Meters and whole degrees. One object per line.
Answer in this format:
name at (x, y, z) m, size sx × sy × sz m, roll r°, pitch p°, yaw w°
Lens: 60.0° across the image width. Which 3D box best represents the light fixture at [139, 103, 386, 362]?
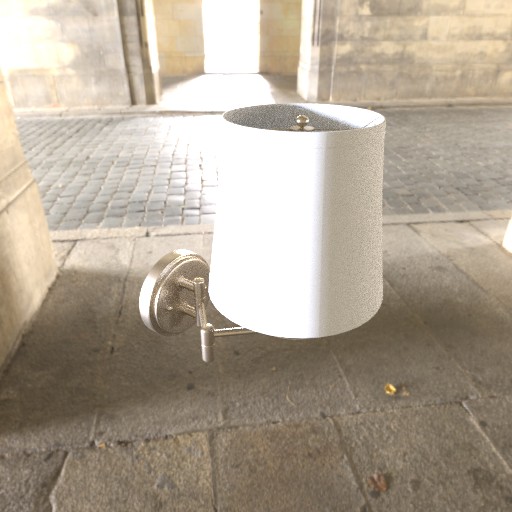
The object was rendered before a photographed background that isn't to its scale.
light fixture at (0.000, 0.000, 0.601) m, size 0.348 × 0.381 × 0.223 m, roll 18°, pitch 33°, yaw 31°
